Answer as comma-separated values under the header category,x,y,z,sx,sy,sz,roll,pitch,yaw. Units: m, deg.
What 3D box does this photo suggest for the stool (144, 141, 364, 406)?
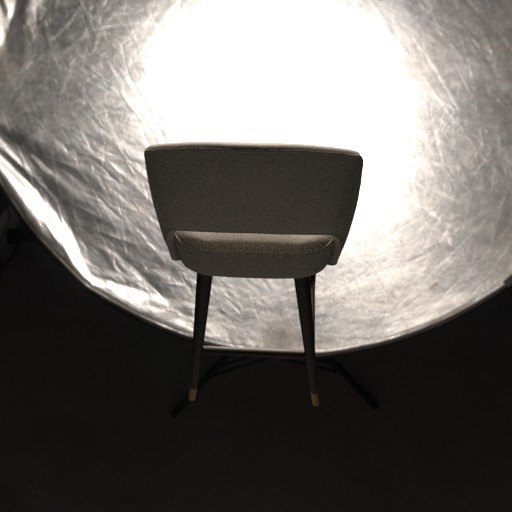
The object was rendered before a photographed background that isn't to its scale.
category,x,y,z,sx,sy,sz,roll,pitch,yaw
stool,0.000,0.000,1.289,0.494,1.037,0.509,2,46,2
